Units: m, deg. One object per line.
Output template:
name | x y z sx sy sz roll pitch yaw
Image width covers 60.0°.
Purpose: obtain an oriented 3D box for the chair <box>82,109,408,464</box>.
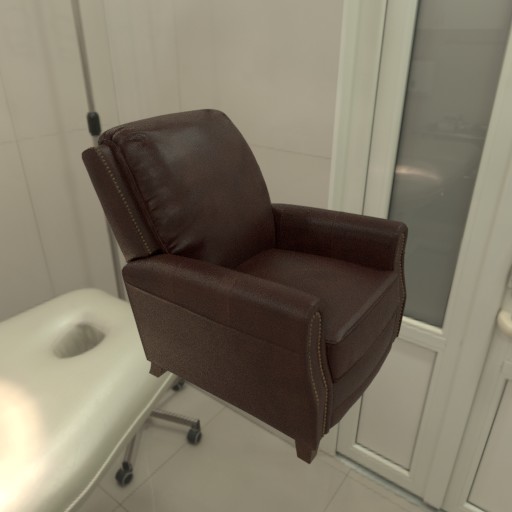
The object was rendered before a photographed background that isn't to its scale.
chair | 0.000 0.000 1.785 1.089 1.022 0.826 19 32 32
